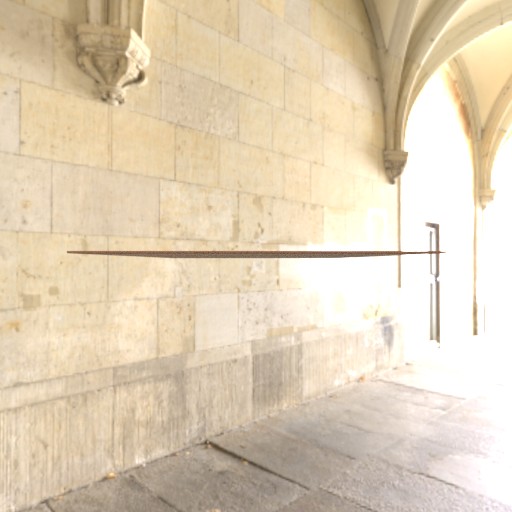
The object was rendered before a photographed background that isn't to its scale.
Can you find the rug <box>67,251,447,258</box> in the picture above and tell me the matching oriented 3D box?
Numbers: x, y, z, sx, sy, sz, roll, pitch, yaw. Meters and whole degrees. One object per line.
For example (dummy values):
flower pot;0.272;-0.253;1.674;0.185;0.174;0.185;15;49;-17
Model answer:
rug;0.000;0.000;2.327;1.219;0.008;1.829;0;-1;0
